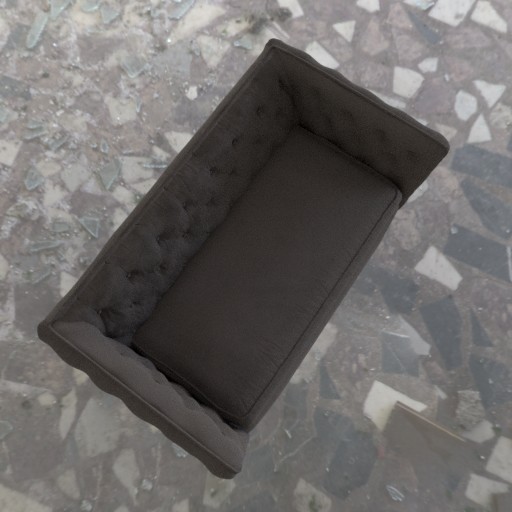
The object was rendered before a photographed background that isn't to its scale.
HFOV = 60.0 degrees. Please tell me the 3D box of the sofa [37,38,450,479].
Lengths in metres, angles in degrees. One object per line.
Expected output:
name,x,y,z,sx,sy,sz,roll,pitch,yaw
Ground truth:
sofa,0.000,0.000,2.048,0.909,0.810,1.583,34,78,8
